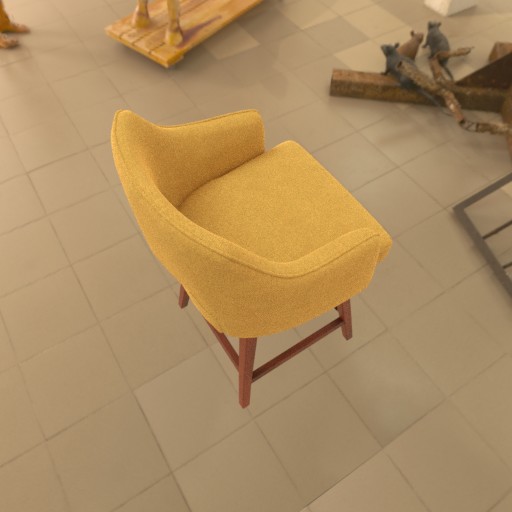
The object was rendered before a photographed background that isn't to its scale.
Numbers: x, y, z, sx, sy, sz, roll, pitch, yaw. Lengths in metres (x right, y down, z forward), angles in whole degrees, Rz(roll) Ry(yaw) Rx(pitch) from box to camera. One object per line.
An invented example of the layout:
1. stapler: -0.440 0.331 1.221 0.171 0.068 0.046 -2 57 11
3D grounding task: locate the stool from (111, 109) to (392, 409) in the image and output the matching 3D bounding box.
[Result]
1. stool: 0.000 0.000 1.250 0.558 0.924 0.548 -28 61 -17
